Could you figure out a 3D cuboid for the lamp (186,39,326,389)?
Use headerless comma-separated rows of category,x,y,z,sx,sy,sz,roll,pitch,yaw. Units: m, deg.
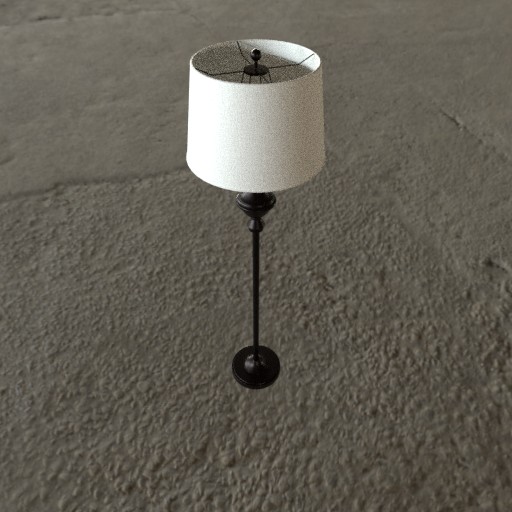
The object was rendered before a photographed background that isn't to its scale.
lamp,0.000,0.000,1.675,0.431,1.484,0.431,0,42,0
